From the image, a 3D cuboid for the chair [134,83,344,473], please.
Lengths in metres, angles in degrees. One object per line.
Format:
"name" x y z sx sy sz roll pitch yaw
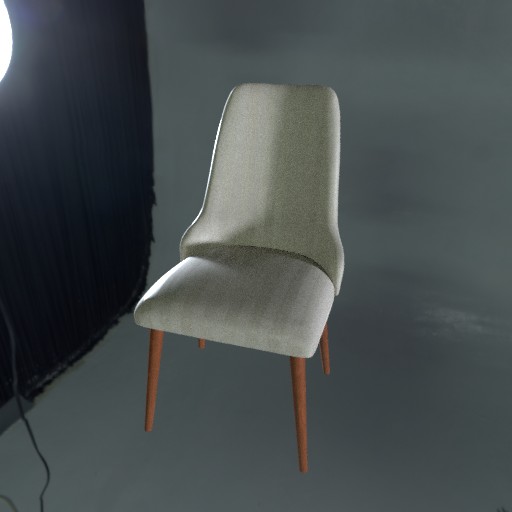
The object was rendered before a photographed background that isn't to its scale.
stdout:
"chair" 0.000 0.000 1.346 0.526 0.917 0.684 8 28 15
